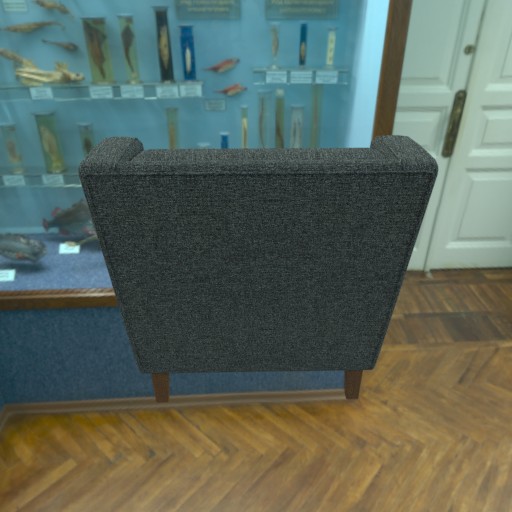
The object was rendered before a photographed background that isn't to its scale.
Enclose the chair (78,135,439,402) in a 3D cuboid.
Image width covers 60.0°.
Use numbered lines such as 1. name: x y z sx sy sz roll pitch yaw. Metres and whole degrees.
1. chair: 0.000 0.000 1.790 0.942 1.082 0.927 -1 30 -1
